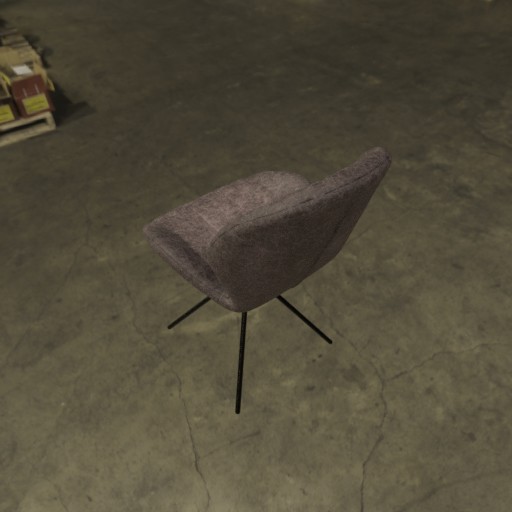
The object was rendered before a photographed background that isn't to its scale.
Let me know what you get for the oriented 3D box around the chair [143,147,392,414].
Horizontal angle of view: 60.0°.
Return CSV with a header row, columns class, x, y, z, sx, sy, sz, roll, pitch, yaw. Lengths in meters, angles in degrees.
class,x,y,z,sx,sy,sz,roll,pitch,yaw
chair,0.000,0.000,1.326,0.527,0.934,0.640,-30,53,-26
